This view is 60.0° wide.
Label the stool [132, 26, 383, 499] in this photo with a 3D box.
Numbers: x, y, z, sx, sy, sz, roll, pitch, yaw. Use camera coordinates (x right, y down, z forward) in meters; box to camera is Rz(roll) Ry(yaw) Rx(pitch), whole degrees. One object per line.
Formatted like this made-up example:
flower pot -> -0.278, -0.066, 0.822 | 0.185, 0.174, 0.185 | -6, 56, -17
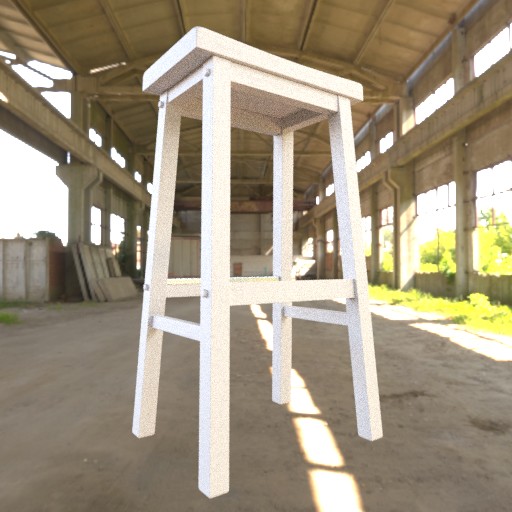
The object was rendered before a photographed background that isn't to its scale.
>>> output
stool -> 0.000, 0.000, 0.922 | 0.406, 0.742, 0.322 | 1, -1, -36
